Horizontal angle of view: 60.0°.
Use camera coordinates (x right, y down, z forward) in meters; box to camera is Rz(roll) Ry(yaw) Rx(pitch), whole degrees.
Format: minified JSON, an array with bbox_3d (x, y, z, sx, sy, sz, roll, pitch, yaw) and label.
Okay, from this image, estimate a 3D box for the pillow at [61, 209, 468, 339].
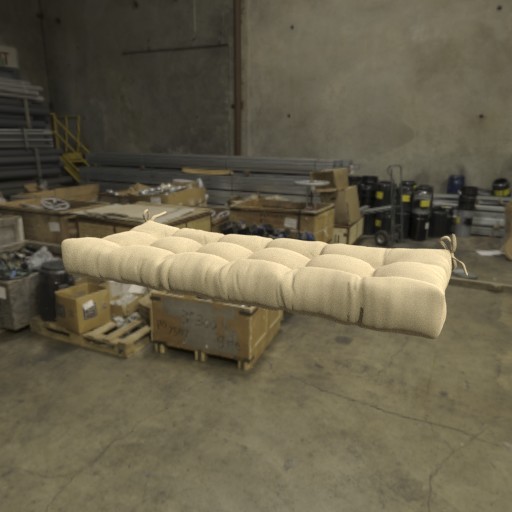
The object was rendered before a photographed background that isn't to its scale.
[{"bbox_3d":[0.000,0.000,1.372,1.194,0.174,0.511,7,17,25],"label":"pillow"}]
